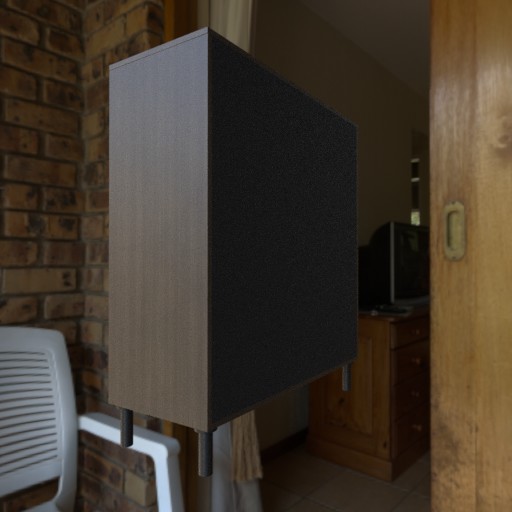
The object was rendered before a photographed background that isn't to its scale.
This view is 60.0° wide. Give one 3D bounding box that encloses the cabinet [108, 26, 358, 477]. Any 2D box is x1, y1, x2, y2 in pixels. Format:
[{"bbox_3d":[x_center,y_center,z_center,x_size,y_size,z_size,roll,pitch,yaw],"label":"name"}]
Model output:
[{"bbox_3d":[0.000,0.000,1.662,0.400,1.170,1.010,0,-1,35],"label":"cabinet"}]
